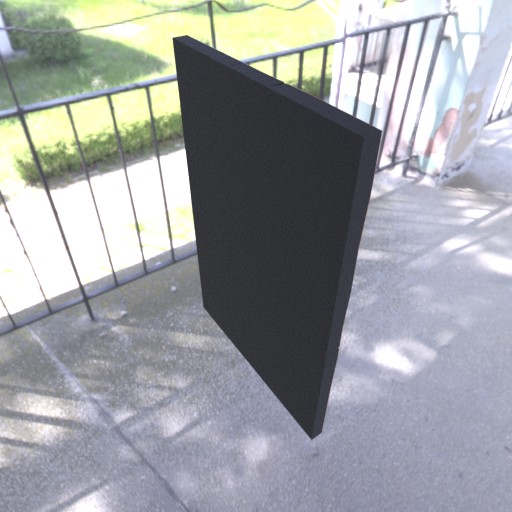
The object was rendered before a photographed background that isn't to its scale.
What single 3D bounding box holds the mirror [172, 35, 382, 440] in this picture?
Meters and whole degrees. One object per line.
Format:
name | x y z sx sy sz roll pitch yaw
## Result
mirror | 0.000 0.000 1.135 0.044 0.912 0.606 -25 47 -25
